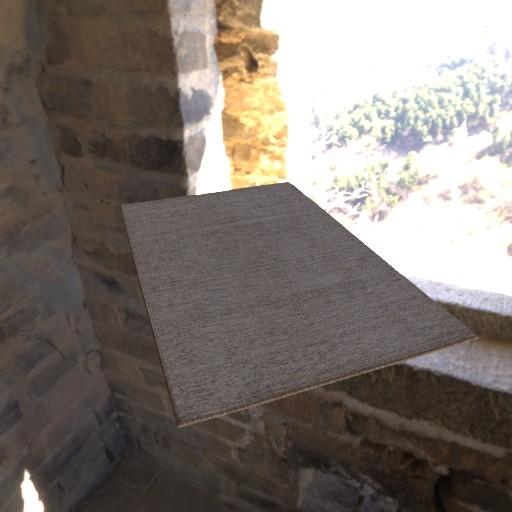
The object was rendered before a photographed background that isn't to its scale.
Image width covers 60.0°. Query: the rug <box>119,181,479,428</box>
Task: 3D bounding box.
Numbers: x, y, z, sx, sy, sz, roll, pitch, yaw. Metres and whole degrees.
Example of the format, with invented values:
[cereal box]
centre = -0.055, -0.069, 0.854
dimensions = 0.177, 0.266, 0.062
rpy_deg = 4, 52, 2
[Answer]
[rug]
centre = 0.000, 0.000, 2.312
dimensions = 1.211, 0.018, 1.822
rpy_deg = -11, 32, -18
